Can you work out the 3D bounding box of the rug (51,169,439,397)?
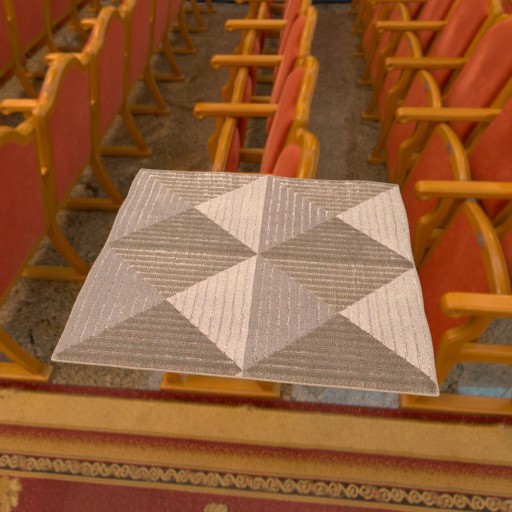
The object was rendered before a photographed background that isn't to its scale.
[{"bbox_3d":[0.000,0.000,0.902,0.642,0.008,0.551,4,46,4],"label":"rug"}]
